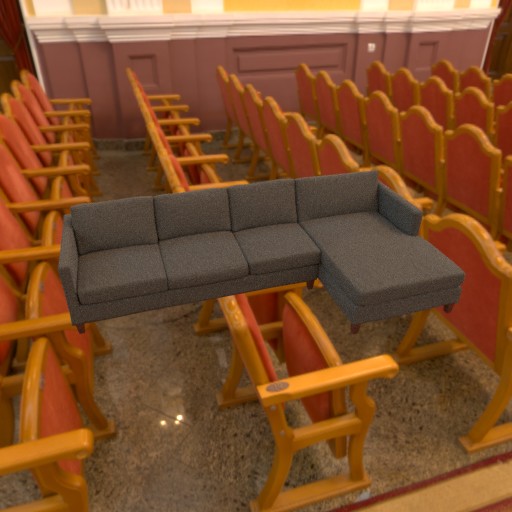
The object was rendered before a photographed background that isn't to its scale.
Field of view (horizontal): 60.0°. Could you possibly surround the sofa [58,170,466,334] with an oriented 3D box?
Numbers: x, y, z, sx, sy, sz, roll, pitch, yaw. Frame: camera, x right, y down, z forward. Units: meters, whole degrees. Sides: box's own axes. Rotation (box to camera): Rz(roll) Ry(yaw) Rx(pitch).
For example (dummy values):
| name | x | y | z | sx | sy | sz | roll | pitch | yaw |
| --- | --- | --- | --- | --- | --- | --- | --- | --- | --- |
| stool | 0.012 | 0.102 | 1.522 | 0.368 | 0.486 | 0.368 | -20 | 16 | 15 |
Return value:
| name | x | y | z | sx | sy | sz | roll | pitch | yaw |
| --- | --- | --- | --- | --- | --- | --- | --- | --- | --- |
| sofa | 0.000 | 0.000 | 3.912 | 3.186 | 0.846 | 1.625 | -9 | 33 | -15 |
